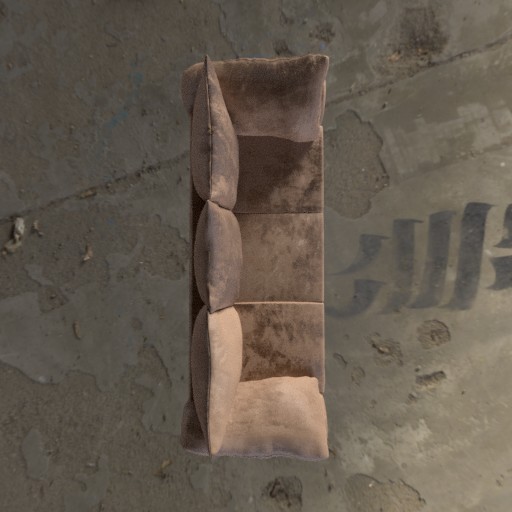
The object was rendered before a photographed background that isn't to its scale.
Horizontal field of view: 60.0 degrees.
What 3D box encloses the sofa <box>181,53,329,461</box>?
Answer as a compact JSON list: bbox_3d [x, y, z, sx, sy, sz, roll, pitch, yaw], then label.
[{"bbox_3d":[0.000,0.000,2.852,0.893,0.981,2.377,0,88,0],"label":"sofa"}]
